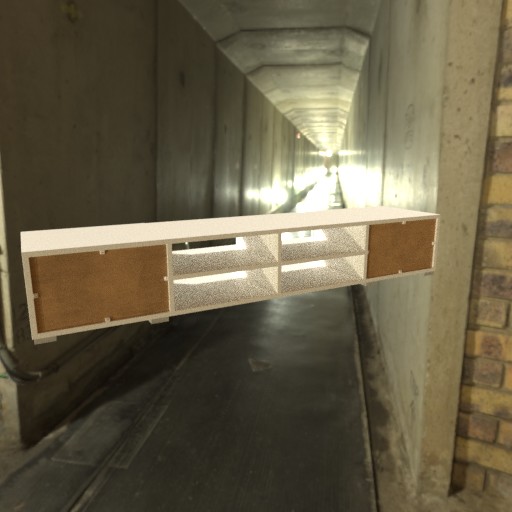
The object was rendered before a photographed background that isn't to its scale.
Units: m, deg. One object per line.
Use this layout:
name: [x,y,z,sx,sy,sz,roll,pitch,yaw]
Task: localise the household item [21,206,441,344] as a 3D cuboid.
household item: [0.000,0.000,1.999,1.850,0.310,0.420,-7,15,-27]
